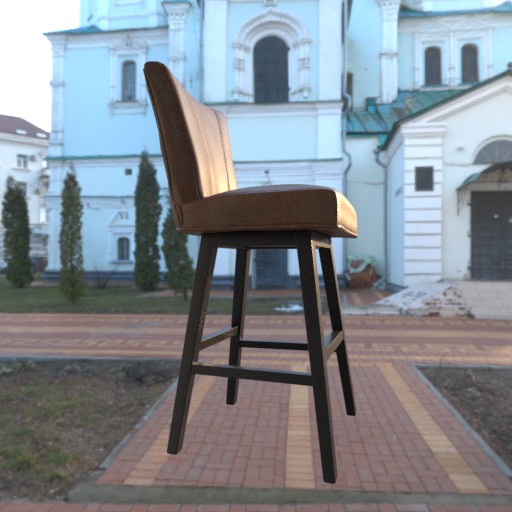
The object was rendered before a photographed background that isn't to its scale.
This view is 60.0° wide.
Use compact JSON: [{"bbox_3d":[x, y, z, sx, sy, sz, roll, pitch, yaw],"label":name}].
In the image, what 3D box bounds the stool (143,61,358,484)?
[{"bbox_3d":[0.000,0.000,1.393,0.585,1.094,0.522,0,-1,18],"label":"stool"}]
